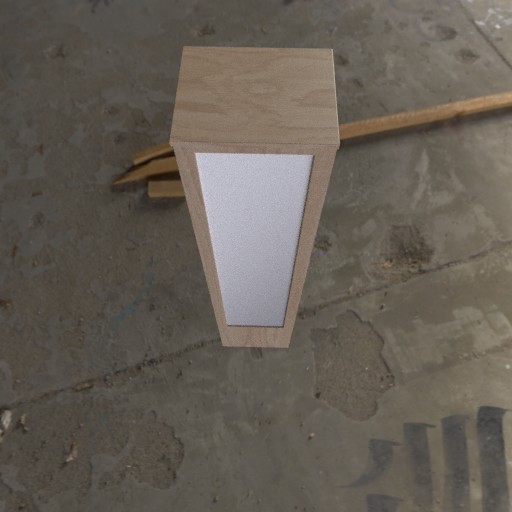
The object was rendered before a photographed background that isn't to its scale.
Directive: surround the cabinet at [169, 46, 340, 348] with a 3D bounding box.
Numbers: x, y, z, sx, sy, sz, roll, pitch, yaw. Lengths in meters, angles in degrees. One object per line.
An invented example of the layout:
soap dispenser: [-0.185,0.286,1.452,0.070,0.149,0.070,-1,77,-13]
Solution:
cabinet: [0.000,0.000,1.981,0.411,1.879,0.338,1,63,1]
